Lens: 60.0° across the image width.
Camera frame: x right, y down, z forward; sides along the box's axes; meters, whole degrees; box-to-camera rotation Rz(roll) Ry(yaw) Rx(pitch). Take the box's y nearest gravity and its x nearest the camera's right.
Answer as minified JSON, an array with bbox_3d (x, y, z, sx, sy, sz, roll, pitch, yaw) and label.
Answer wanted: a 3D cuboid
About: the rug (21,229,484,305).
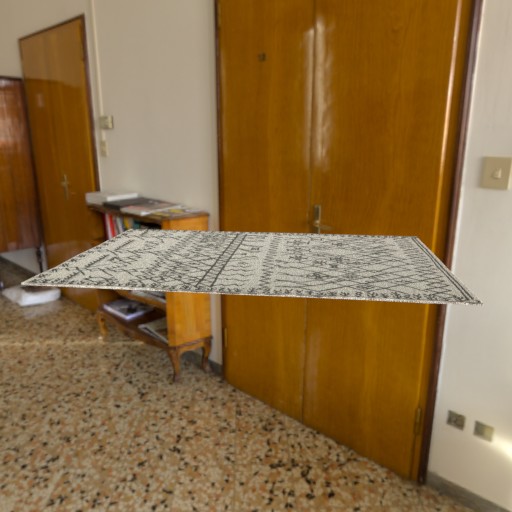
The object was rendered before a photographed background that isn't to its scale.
[{"bbox_3d":[0.000,0.000,4.768,3.824,0.019,2.393,2,15,7],"label":"rug"}]
